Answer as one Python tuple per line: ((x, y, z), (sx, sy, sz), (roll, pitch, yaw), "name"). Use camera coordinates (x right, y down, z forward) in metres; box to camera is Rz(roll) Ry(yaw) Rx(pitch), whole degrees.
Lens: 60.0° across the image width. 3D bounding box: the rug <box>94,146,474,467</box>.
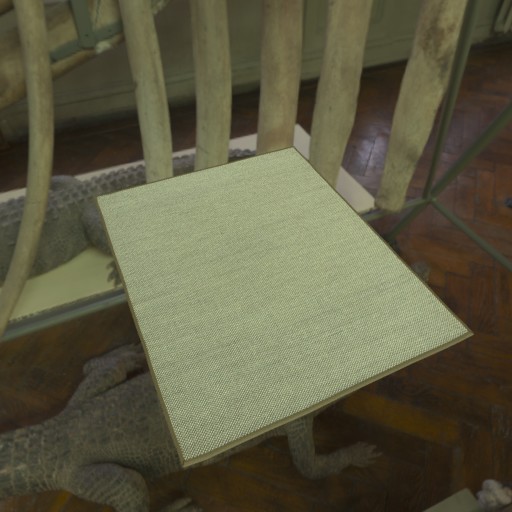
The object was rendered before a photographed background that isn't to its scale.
((0.000, 0.000, 4.096), (2.413, 0.020, 3.041), (-18, 48, -17), "rug")
